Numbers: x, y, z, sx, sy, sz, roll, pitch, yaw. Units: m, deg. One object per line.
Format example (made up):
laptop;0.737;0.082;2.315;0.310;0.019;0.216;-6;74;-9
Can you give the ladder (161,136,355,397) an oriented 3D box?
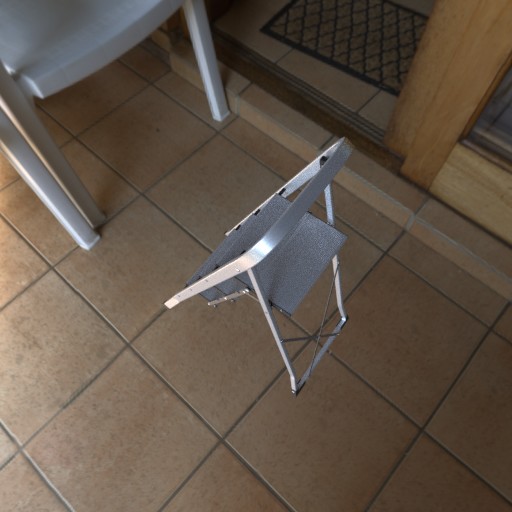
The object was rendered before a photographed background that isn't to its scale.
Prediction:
ladder;0.000;0.000;1.475;0.704;1.070;0.465;33;68;15
